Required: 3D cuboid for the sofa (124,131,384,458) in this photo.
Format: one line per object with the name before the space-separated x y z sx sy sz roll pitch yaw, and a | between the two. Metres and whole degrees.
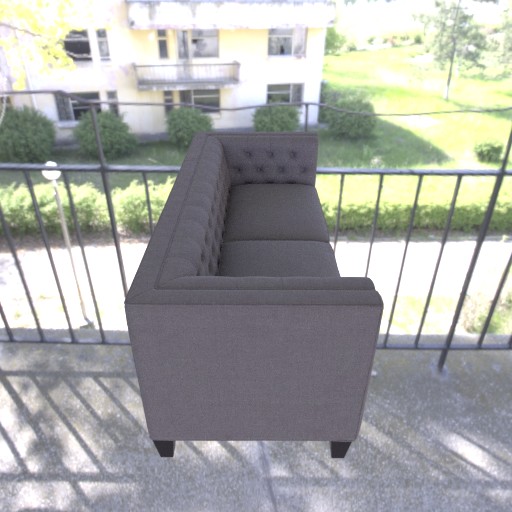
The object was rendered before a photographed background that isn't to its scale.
sofa | 0.000 0.000 2.239 0.775 0.762 1.778 0 32 0
